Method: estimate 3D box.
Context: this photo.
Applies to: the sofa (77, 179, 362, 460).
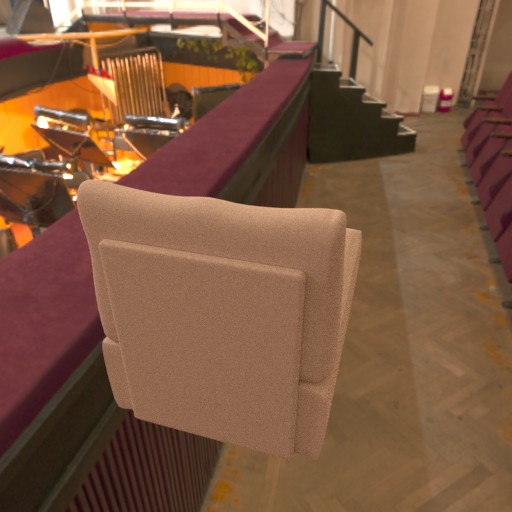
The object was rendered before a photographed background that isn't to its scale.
[{"bbox_3d":[0.000,0.000,1.599,0.700,0.820,1.000,9,32,15],"label":"sofa"}]
